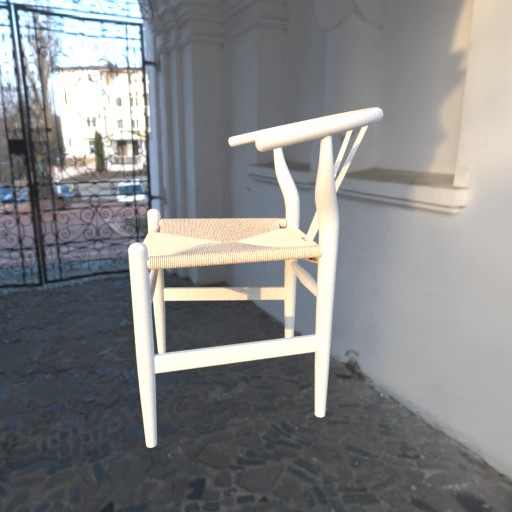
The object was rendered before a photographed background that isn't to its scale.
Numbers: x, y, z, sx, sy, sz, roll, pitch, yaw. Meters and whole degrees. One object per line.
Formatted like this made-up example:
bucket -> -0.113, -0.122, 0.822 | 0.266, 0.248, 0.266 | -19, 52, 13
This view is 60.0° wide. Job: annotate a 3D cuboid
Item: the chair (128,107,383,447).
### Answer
chair -> 0.000, 0.000, 1.148 | 0.579, 0.730, 0.569 | -2, 15, -8
